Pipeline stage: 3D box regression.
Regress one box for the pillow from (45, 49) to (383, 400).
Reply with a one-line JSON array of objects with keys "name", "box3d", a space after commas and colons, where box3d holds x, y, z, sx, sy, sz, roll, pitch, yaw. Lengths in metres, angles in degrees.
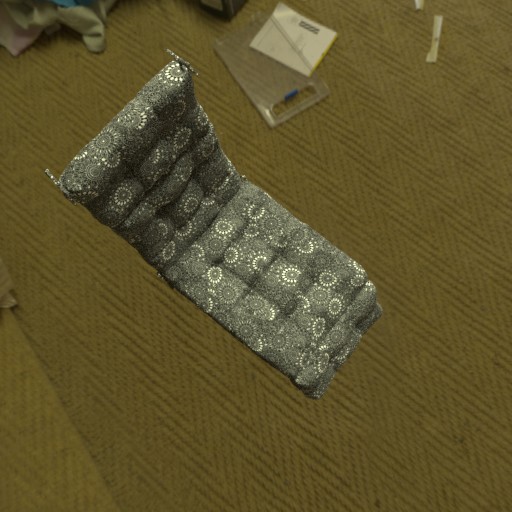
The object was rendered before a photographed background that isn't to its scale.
[{"name": "pillow", "box3d": [0.000, 0.000, 1.512, 1.016, 0.863, 0.526, 38, 79, 9]}]
